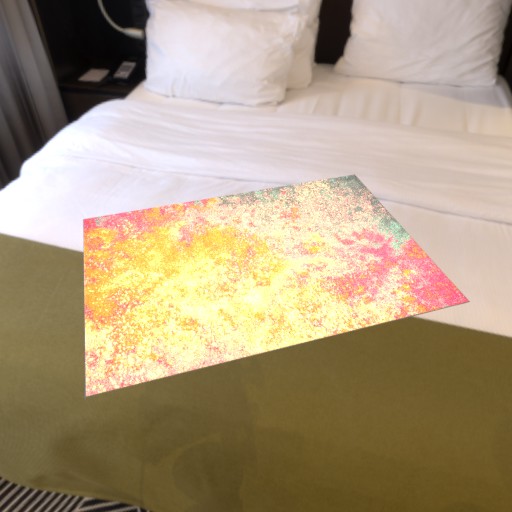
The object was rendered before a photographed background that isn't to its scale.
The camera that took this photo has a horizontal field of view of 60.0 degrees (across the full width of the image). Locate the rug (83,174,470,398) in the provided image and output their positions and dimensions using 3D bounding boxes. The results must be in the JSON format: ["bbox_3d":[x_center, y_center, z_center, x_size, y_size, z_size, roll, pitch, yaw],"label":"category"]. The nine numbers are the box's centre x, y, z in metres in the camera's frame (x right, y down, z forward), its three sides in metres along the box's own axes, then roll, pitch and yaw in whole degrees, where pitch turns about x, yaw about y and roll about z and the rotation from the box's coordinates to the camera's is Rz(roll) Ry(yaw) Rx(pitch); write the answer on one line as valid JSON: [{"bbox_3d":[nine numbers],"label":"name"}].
[{"bbox_3d":[0.000,0.000,3.875,2.896,0.013,2.007,-11,42,-13],"label":"rug"}]
